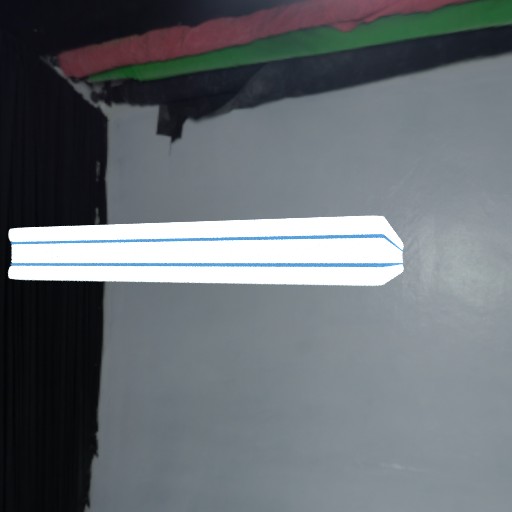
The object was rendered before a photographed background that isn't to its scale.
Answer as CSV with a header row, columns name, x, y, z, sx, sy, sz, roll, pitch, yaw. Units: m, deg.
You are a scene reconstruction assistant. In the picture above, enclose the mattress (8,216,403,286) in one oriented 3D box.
name,x,y,z,sx,sy,sz,roll,pitch,yaw
mattress,0.000,0.000,2.617,1.600,0.230,2.000,0,-1,20
